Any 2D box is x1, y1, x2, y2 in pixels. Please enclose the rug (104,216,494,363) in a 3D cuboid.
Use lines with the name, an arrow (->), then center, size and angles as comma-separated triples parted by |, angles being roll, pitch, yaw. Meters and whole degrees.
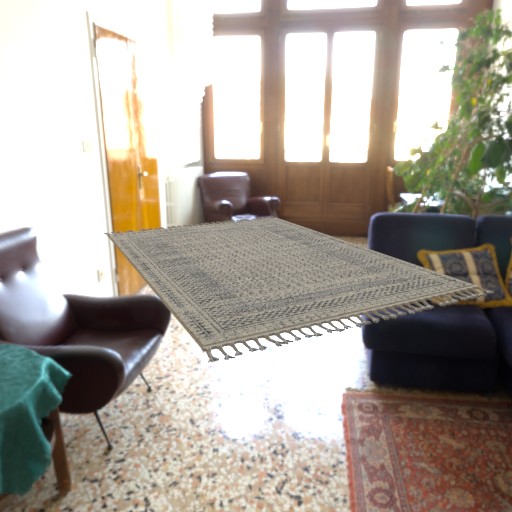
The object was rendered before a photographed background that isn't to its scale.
rug -> 0.000, 0.000, 2.308 | 1.243, 0.013, 1.872 | -8, 18, -26
